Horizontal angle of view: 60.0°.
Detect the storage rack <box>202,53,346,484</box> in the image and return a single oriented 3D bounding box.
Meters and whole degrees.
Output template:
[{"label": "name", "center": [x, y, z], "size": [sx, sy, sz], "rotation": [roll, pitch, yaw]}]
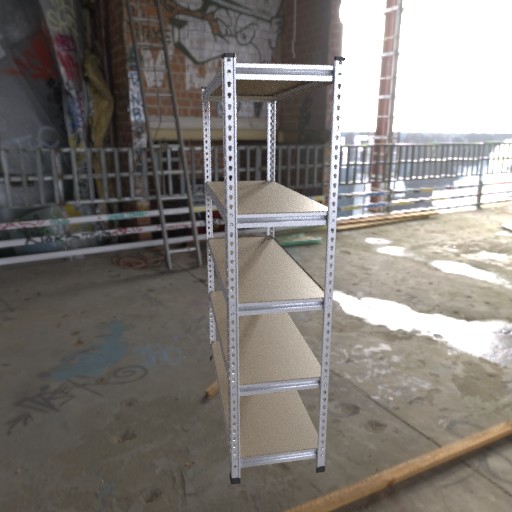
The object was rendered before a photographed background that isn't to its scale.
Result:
[{"label": "storage rack", "center": [0.000, 0.000, 2.410], "size": [0.457, 1.829, 1.219], "rotation": [-3, 16, -10]}]
